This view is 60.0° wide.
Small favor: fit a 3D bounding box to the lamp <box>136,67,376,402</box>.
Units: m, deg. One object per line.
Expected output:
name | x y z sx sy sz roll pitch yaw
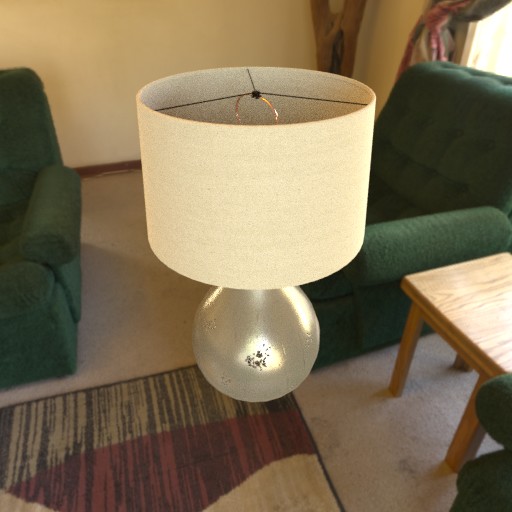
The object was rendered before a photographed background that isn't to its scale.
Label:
lamp | 0.000 0.000 0.724 0.330 0.521 0.330 0 34 0
